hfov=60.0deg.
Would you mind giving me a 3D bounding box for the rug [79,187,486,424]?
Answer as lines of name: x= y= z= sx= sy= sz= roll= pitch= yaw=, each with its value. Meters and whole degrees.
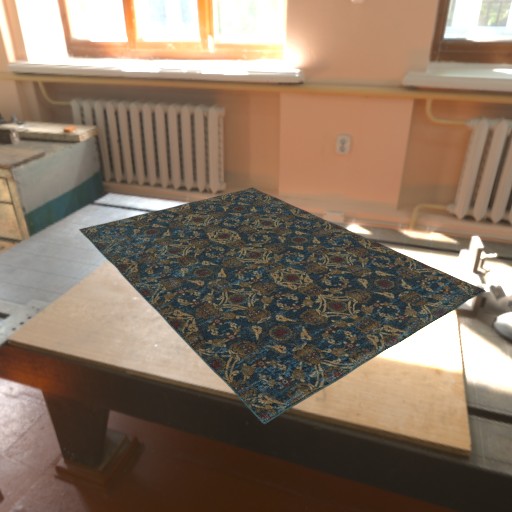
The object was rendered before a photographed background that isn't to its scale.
rug: x=0.000 y=0.000 z=4.245 sx=2.337 sy=0.013 sz=3.291 roll=-19 pitch=33 yaw=-32
